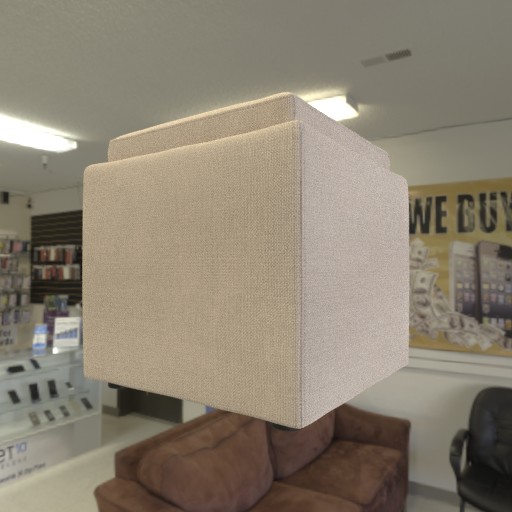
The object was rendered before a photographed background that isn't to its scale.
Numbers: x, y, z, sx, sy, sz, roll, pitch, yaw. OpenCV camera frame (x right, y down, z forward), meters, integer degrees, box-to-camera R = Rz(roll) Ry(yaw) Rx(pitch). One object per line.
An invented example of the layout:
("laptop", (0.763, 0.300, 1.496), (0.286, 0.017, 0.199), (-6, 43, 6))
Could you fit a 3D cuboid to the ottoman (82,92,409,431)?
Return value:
("ottoman", (0.000, 0.000, 0.826), (0.451, 0.460, 0.450), (-1, -2, 35))
